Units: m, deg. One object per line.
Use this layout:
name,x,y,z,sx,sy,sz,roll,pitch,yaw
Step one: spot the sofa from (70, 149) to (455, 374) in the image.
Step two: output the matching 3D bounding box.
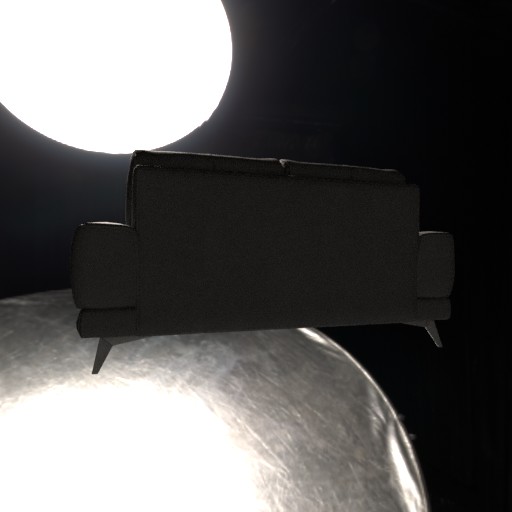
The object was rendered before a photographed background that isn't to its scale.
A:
sofa,0.000,0.000,2.378,1.806,0.907,1.018,0,-1,-19
